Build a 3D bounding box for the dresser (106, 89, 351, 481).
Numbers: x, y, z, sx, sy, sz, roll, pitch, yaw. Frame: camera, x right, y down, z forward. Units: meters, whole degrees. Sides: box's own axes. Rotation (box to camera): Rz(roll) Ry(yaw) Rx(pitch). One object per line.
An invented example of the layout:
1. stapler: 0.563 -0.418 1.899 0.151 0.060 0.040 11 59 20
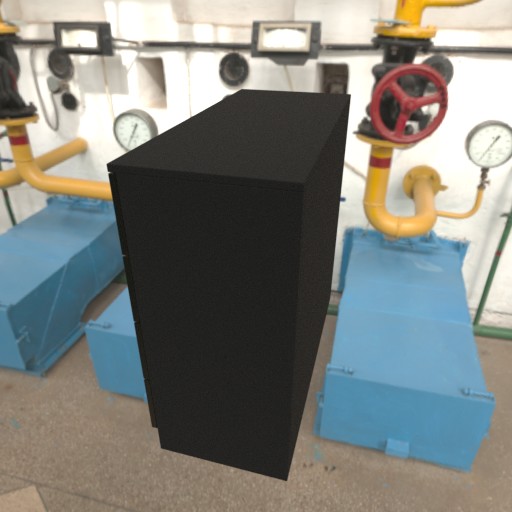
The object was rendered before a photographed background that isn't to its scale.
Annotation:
1. dresser: 0.000 0.000 1.190 0.360 0.720 0.750 8 31 14
